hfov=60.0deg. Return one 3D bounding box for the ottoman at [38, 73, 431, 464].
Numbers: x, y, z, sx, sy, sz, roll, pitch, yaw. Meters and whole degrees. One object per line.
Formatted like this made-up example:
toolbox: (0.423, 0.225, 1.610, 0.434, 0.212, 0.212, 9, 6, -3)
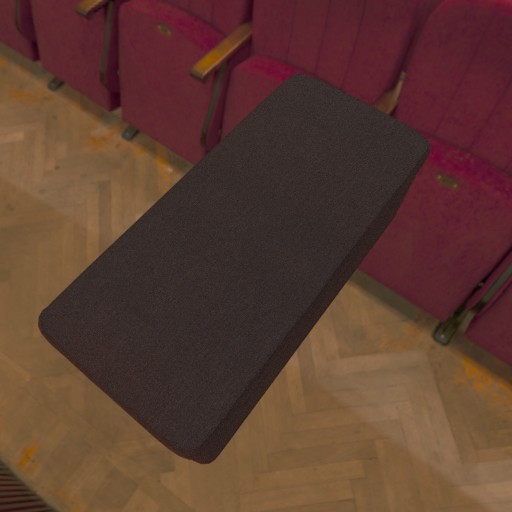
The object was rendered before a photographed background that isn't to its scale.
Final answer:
ottoman: (0.000, 0.000, 1.352, 0.515, 0.460, 1.110, 34, 67, 16)
